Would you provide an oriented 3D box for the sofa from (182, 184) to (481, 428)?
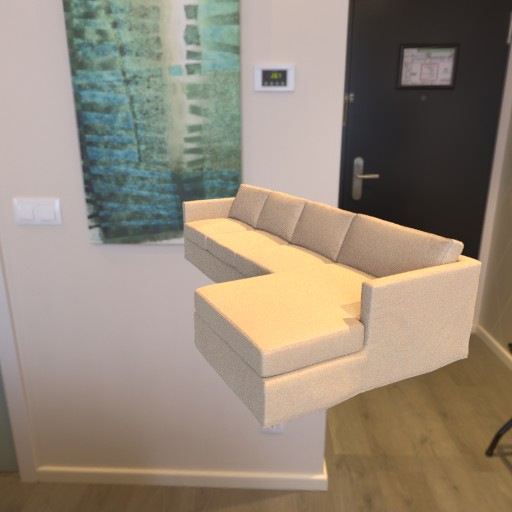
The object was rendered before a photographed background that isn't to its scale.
[{"bbox_3d":[0.000,0.000,3.870,1.622,0.871,3.206,-9,18,-27],"label":"sofa"}]
